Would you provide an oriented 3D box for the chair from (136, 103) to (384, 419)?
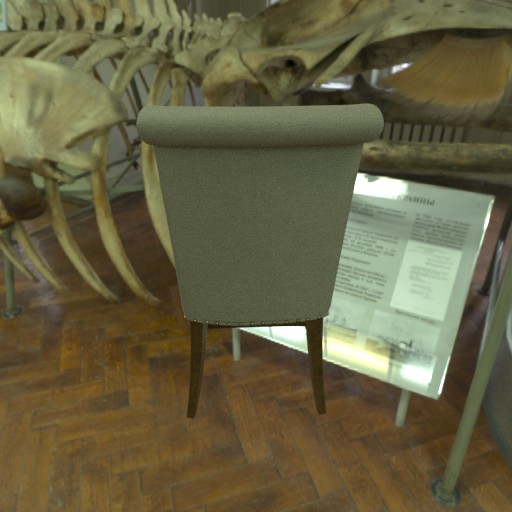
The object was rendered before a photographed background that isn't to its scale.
[{"bbox_3d":[0.000,0.000,1.374,0.513,0.988,0.608,-1,29,-2],"label":"chair"}]
